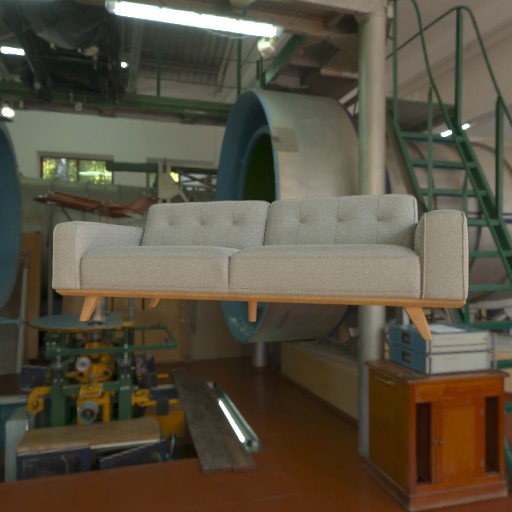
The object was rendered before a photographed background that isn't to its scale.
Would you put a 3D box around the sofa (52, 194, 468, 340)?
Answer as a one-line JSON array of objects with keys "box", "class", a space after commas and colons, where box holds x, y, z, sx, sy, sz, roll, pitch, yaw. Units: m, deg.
[{"box": [0.000, 0.000, 2.723, 2.270, 0.781, 0.956, 0, 0, 18], "class": "sofa"}]
